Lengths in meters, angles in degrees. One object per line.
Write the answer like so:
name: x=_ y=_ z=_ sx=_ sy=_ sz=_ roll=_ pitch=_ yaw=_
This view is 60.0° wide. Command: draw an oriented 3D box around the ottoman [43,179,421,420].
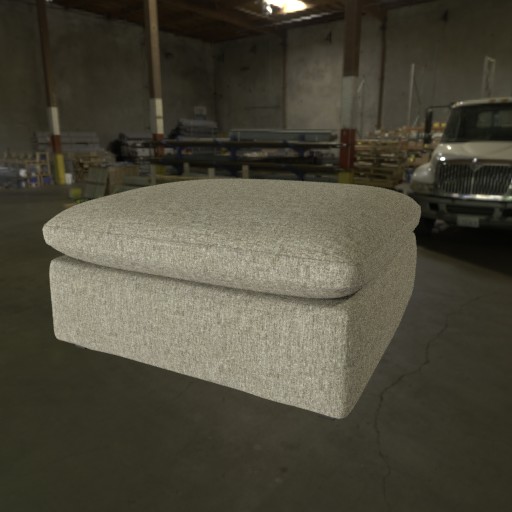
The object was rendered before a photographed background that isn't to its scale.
ottoman: x=0.000 y=0.000 z=1.614 sx=1.035 sy=0.526 sz=1.039 roll=7 pitch=16 yaw=26
